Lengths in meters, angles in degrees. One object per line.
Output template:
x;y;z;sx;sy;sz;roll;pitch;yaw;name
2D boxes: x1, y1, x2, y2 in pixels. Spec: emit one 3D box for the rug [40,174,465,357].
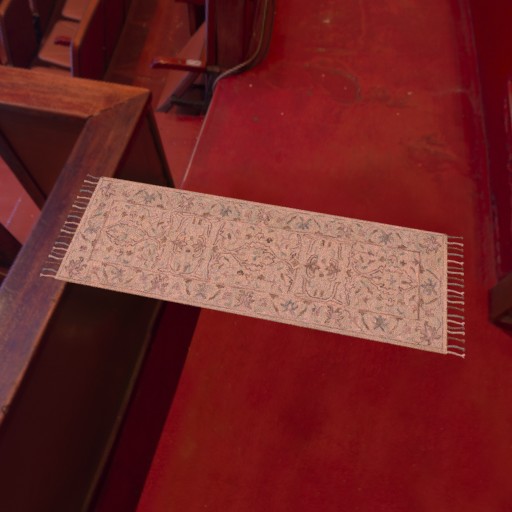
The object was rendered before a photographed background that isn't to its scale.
0.000;0.000;2.660;2.440;0.013;0.769;10;63;5;rug
